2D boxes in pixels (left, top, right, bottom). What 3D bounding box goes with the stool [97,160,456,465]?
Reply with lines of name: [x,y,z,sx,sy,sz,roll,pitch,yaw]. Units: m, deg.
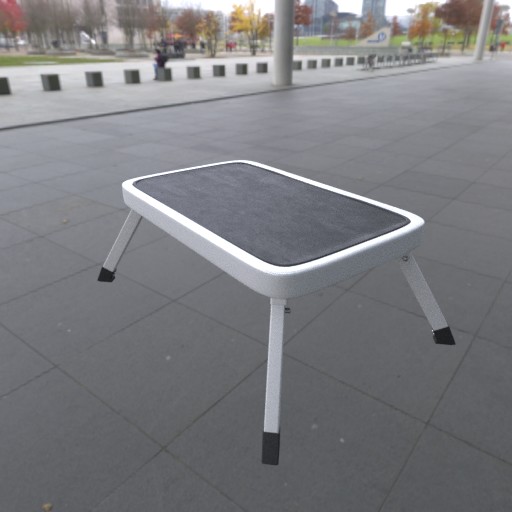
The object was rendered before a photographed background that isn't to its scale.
stool: [0.000,0.000,0.621,0.320,0.170,0.460,-18,31,-33]
